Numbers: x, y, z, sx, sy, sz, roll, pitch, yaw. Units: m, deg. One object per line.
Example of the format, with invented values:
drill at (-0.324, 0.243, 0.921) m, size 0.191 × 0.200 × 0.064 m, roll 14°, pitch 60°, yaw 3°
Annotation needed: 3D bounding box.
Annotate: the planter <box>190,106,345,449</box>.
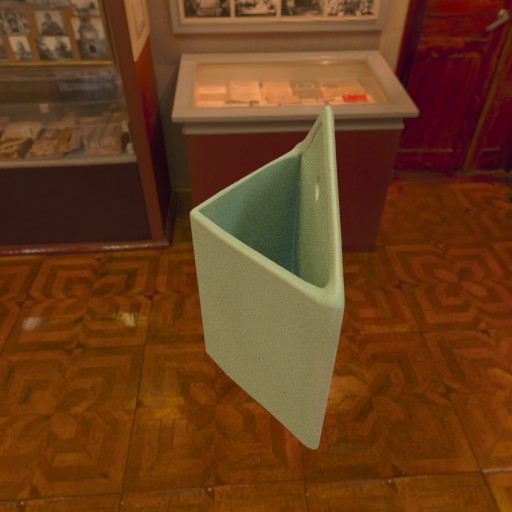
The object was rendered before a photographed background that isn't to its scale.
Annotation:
planter at (0.000, 0.000, 0.288) m, size 0.079 × 0.197 × 0.164 m, roll -1°, pitch 41°, yaw -1°
